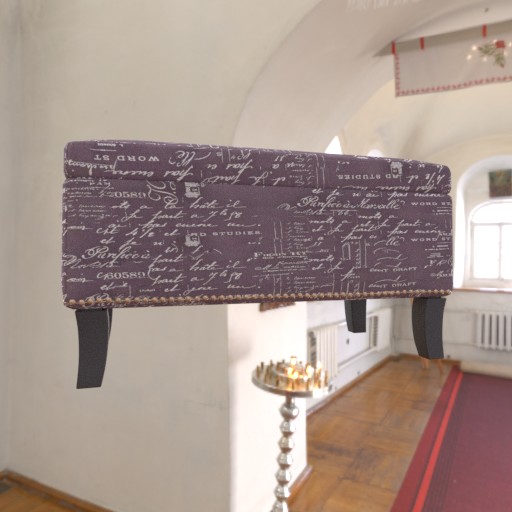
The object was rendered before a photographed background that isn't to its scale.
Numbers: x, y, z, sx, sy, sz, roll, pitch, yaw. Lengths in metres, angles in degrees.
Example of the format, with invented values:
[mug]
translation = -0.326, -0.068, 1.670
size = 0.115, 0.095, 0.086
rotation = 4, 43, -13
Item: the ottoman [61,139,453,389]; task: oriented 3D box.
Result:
[ottoman]
translation = 0.000, 0.000, 1.055
size = 0.813, 0.457, 0.406
rotation = 0, 1, -17
